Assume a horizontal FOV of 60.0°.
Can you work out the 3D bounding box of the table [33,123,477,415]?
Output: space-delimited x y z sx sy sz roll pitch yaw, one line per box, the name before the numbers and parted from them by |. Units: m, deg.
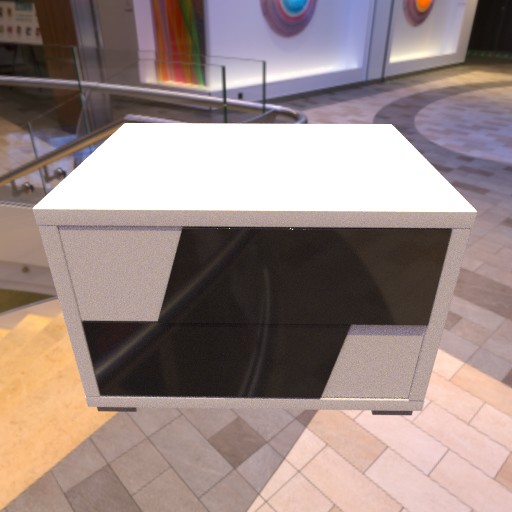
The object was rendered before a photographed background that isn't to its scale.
table | 0.000 0.000 0.775 0.517 0.357 0.399 0 30 1
